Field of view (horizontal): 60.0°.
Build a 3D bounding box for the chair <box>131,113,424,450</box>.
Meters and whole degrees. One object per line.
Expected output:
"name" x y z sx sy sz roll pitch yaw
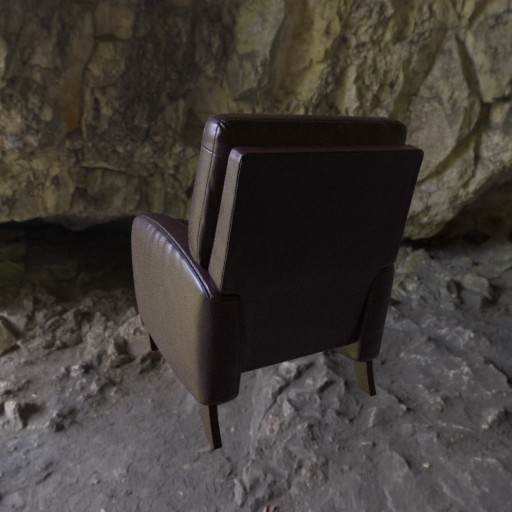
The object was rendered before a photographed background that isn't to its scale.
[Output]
"chair" 0.000 0.000 1.677 0.762 0.990 0.990 -8 17 -27
